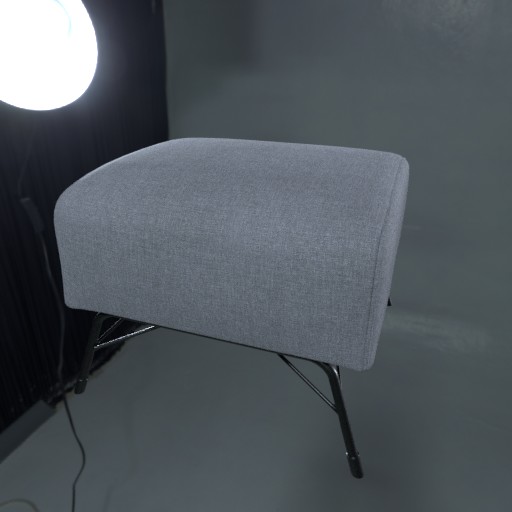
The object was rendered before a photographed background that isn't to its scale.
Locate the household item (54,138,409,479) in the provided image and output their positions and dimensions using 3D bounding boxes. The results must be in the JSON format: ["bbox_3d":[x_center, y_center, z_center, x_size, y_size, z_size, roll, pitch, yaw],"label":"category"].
[{"bbox_3d":[0.000,0.000,0.873,0.530,0.410,0.530,9,27,18],"label":"household item"}]
